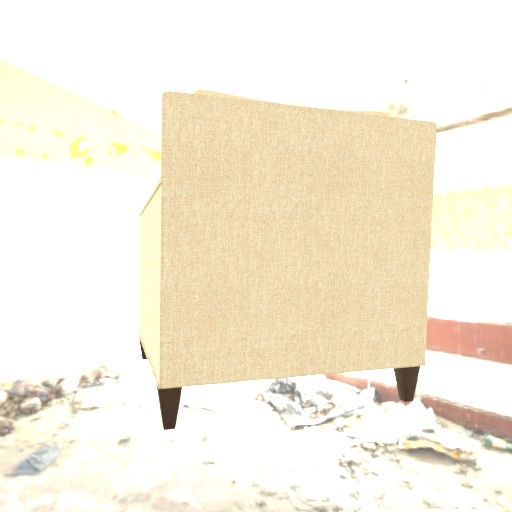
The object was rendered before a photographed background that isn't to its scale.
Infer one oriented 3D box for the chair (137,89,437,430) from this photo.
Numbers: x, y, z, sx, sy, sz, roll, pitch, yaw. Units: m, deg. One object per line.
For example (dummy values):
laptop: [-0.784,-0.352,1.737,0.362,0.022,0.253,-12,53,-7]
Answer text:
chair: [0.000,0.000,1.718,0.838,0.940,1.041,0,-1,-18]
